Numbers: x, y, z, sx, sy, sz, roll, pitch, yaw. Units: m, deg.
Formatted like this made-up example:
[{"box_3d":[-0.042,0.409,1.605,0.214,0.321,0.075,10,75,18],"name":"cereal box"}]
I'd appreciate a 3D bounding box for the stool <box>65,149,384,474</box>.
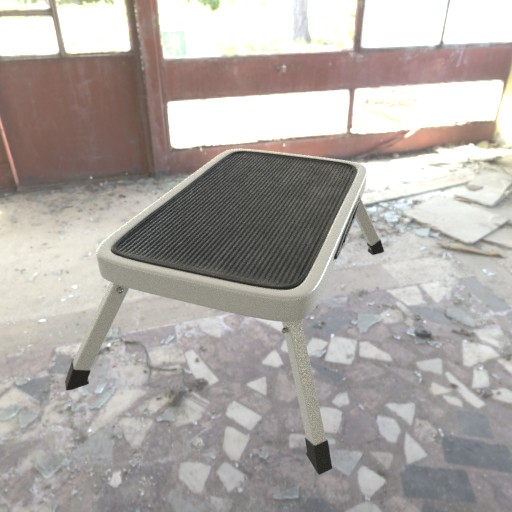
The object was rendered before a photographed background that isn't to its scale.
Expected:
[{"box_3d":[0.000,0.000,0.611,0.320,0.170,0.460,11,33,17],"name":"stool"}]
